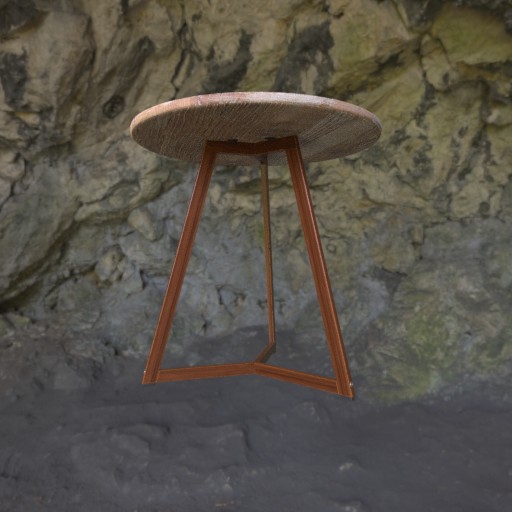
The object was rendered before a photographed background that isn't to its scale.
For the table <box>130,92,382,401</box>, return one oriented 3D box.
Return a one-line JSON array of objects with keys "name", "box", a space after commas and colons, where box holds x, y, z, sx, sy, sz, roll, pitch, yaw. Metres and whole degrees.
[{"name": "table", "box": [0.000, 0.000, 0.919, 0.500, 0.500, 0.500, 0, 1, 0]}]
